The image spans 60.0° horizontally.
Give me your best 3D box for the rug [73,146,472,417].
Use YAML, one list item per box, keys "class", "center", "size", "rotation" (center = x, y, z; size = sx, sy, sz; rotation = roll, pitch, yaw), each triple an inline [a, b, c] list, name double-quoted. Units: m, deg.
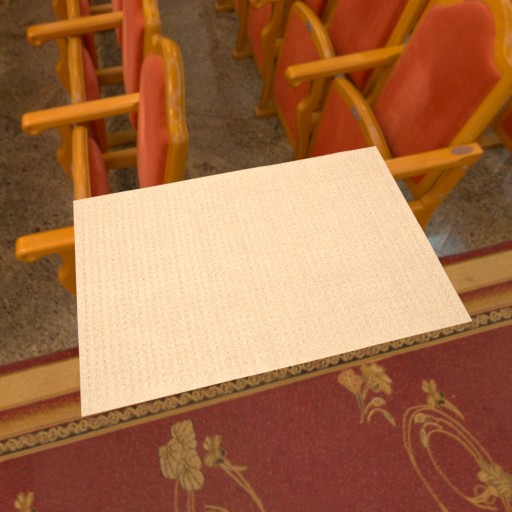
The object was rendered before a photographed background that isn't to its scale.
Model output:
- class: "rug"
  center: [0.000, 0.000, 2.892]
  size: [2.289, 0.006, 1.523]
  rotation: [-12, 58, -7]
